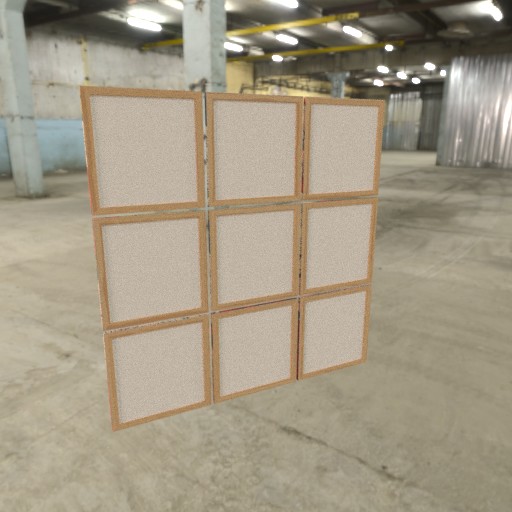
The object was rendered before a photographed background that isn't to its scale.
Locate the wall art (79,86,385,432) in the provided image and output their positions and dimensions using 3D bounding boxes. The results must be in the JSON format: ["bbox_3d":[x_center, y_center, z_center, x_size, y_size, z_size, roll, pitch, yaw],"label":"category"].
[{"bbox_3d":[0.000,0.000,1.328,0.904,0.913,0.013,-7,17,-26],"label":"wall art"}]
